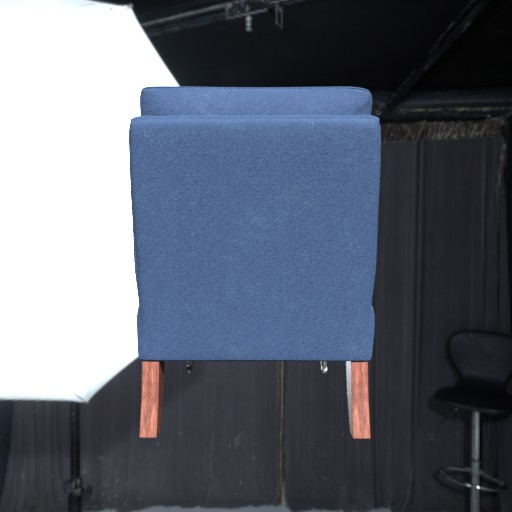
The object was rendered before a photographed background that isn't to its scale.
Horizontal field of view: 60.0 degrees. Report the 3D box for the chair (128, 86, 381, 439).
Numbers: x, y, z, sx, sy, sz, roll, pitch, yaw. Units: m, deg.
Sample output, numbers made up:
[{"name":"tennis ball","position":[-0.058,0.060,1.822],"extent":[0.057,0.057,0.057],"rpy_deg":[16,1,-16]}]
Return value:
[{"name":"chair","position":[0.000,0.000,1.645],"extent":[0.724,1.052,0.912],"rpy_deg":[0,0,1]}]
